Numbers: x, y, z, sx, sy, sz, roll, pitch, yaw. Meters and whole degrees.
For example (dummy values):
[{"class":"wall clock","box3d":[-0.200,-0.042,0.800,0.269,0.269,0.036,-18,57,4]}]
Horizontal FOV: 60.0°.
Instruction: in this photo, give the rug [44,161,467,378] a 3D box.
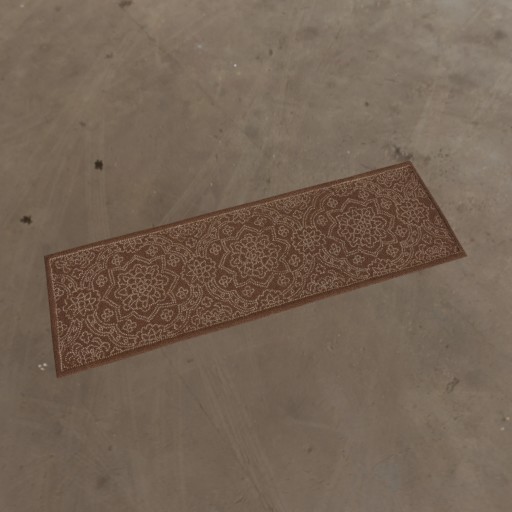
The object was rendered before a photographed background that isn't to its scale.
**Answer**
[{"class":"rug","box3d":[0.000,0.000,2.676,2.448,0.012,0.769,-16,64,-8]}]
